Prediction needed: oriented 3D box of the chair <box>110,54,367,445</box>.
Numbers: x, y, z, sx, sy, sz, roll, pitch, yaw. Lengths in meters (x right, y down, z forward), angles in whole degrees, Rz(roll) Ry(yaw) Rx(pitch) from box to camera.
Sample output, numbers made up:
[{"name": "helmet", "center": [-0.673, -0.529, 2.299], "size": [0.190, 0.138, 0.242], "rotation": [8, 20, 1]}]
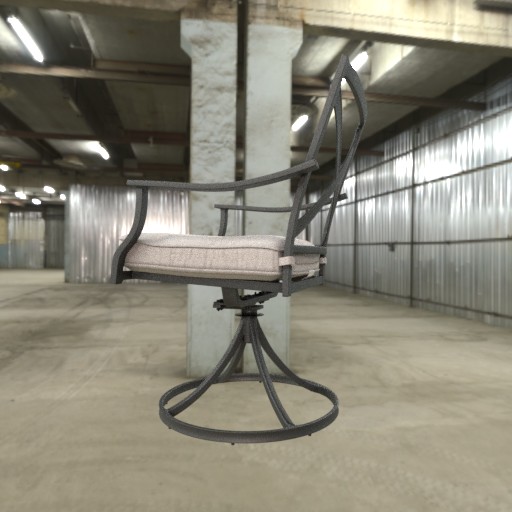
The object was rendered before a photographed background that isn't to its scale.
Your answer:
[{"name": "chair", "center": [0.000, 0.000, 1.294], "size": [0.620, 0.889, 0.575], "rotation": [0, 0, 18]}]
